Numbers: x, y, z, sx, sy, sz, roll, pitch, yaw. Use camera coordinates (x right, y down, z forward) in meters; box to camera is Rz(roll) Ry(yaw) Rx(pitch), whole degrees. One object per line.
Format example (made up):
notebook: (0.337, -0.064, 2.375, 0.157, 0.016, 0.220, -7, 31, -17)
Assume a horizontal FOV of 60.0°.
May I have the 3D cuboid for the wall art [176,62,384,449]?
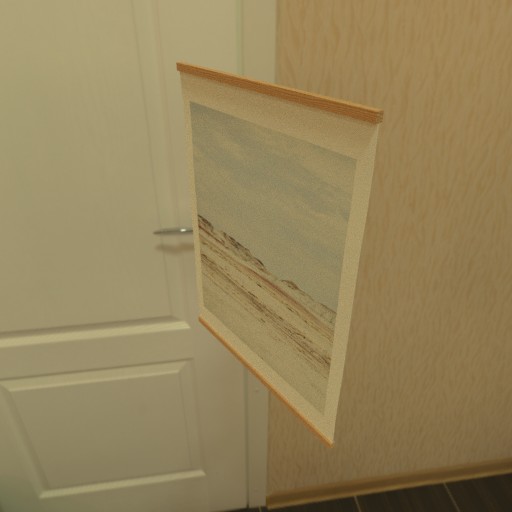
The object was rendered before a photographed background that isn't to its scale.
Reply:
wall art: (0.000, 0.000, 0.811, 0.011, 0.605, 0.458, -22, 38, -31)
